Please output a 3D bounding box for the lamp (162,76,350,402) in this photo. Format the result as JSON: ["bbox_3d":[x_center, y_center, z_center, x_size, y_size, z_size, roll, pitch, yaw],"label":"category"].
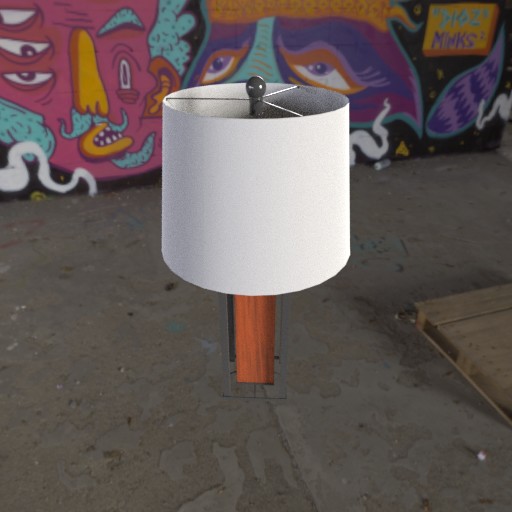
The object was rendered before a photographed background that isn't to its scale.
[{"bbox_3d":[0.000,0.000,0.778,0.320,0.591,0.320,0,30,0],"label":"lamp"}]
